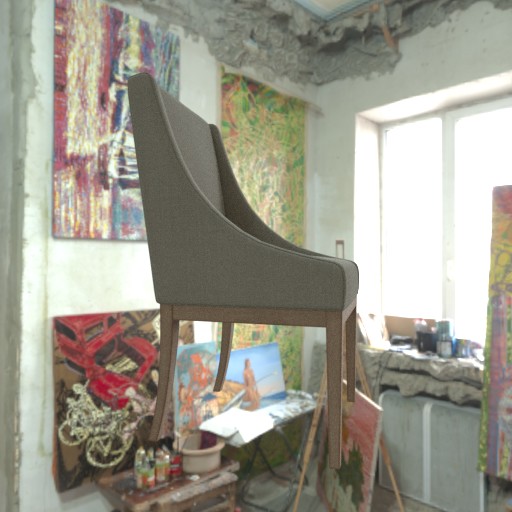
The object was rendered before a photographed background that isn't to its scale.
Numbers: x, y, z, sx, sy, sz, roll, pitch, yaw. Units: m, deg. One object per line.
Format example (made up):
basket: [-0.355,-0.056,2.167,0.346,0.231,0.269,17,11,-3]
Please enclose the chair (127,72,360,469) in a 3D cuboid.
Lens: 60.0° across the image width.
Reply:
chair: [0.000,0.000,1.401,0.611,1.021,0.575,0,0,16]
